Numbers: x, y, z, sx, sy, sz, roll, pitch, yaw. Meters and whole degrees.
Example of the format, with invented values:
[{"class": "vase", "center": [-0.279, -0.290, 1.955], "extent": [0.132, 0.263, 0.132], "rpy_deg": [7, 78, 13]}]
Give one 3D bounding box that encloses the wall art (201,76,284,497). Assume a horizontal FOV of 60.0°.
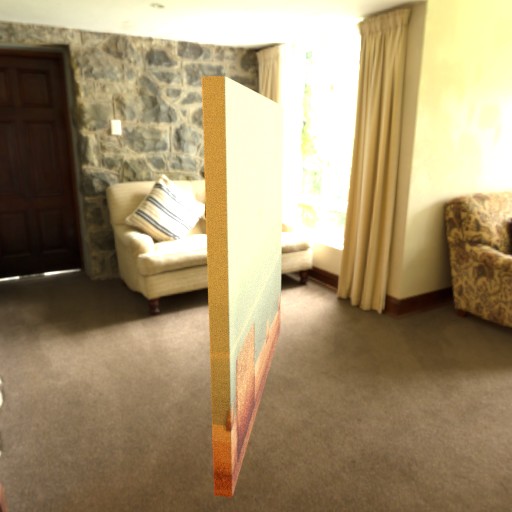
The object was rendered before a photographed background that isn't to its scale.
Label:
[{"class": "wall art", "center": [0.000, 0.000, 0.891], "extent": [0.034, 0.605, 0.605], "rpy_deg": [3, 16, 10]}]
